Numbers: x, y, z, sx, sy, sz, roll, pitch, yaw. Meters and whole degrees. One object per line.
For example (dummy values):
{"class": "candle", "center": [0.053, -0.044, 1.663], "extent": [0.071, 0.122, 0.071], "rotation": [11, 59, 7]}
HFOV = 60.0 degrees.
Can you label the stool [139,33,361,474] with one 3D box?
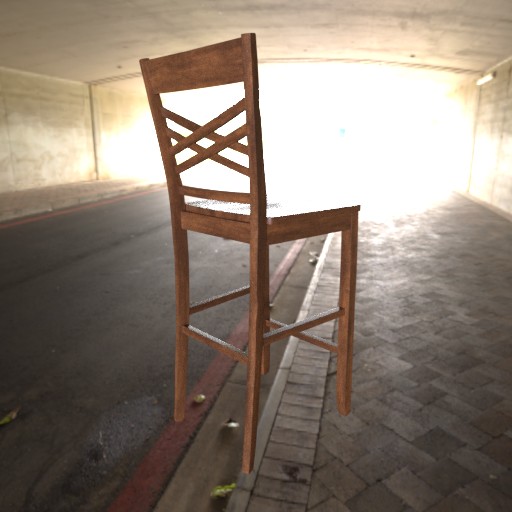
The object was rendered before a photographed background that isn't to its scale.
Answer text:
{"class": "stool", "center": [0.000, 0.000, 1.342], "extent": [0.487, 1.105, 0.433], "rotation": [-14, 20, -43]}
